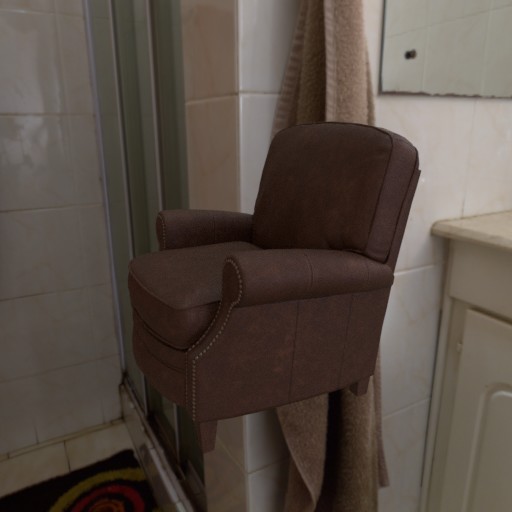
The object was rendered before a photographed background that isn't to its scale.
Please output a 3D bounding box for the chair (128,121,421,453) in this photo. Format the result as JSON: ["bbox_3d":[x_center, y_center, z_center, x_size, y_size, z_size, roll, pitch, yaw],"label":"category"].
[{"bbox_3d":[0.000,0.000,1.747,0.986,1.018,0.936,-8,18,-26],"label":"chair"}]
